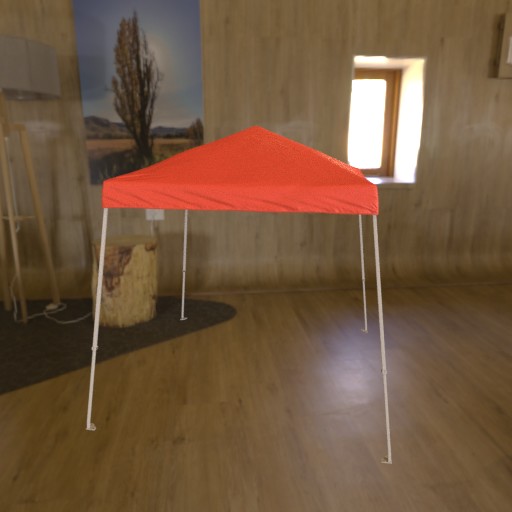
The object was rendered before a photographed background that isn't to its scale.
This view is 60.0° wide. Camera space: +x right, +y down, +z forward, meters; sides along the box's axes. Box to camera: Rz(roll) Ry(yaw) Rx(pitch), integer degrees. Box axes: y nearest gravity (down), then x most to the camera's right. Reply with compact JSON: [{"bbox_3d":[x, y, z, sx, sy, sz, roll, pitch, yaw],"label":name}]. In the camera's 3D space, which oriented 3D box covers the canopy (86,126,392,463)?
[{"bbox_3d":[0.000,0.000,5.051,2.850,2.850,2.849,2,15,9],"label":"canopy"}]
